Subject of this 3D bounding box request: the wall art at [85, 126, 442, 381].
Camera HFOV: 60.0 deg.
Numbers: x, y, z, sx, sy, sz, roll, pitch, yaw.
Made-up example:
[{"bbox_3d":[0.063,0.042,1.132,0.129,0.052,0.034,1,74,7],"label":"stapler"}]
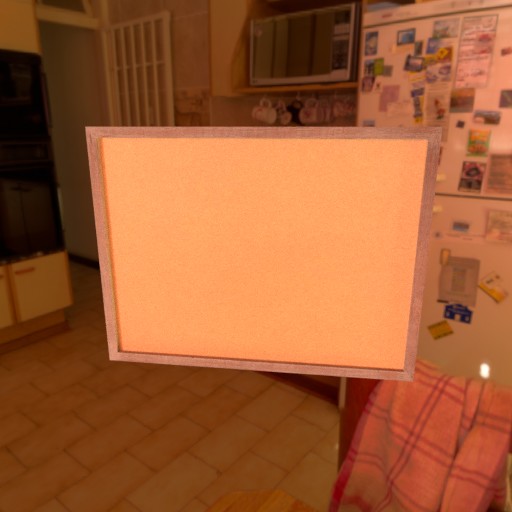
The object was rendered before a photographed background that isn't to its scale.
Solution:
[{"bbox_3d":[0.000,0.000,1.804,1.320,1.009,0.070,2,17,7],"label":"wall art"}]
